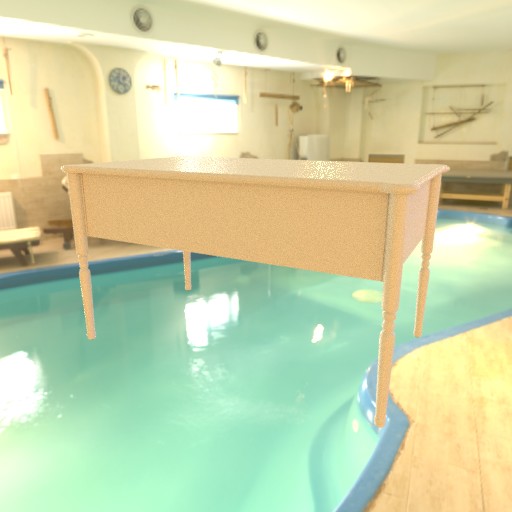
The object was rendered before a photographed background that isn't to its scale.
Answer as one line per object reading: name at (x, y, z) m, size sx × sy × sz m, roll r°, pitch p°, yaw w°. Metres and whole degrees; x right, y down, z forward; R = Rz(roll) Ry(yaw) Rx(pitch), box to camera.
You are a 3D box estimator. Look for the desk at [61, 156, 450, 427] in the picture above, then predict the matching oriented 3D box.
desk at (0.000, 0.000, 1.889) m, size 1.380 × 0.762 × 0.807 m, roll 8°, pitch 18°, yaw 27°
